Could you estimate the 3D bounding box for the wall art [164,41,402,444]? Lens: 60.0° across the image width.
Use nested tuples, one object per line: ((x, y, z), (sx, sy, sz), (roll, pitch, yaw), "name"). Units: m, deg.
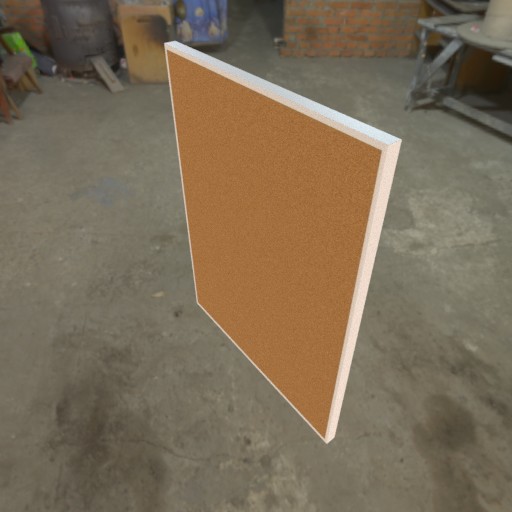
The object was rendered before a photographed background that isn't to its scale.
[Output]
((0.000, 0.000, 1.349), (0.039, 1.050, 0.795), (-26, 47, -28), "wall art")
